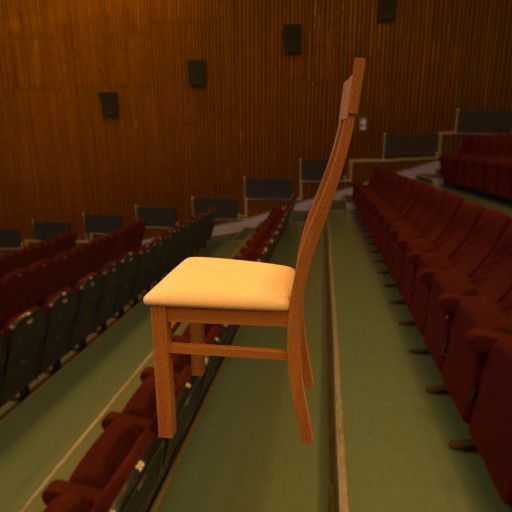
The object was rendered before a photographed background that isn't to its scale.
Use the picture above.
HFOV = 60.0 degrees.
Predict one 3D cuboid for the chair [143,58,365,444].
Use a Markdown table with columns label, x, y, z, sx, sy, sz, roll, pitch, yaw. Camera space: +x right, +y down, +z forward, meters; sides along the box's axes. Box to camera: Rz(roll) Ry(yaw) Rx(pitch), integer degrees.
| label | x | y | z | sx | sy | sz | roll | pitch | yaw |
| --- | --- | --- | --- | --- | --- | --- | --- | --- | --- |
| chair | 0.000 | 0.000 | 1.373 | 0.580 | 1.050 | 0.450 | 2 | 15 | 7 |
